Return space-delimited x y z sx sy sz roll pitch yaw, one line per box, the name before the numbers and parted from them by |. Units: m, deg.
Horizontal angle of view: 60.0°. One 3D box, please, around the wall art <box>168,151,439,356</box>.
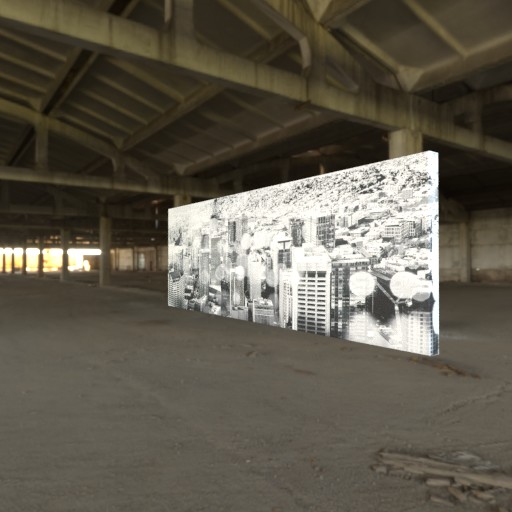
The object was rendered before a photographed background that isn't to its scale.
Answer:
wall art | 0.000 0.000 1.722 0.044 0.507 1.520 0 -1 -36
